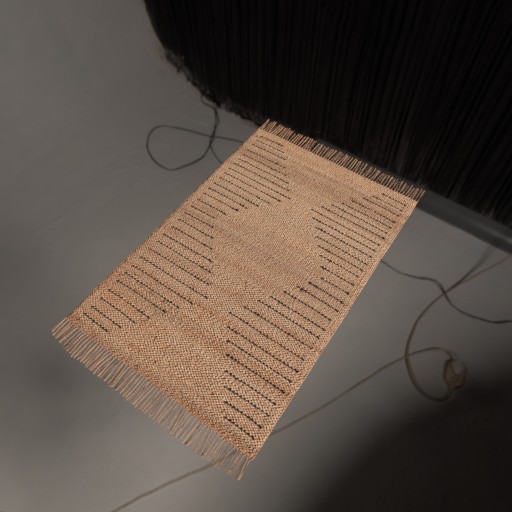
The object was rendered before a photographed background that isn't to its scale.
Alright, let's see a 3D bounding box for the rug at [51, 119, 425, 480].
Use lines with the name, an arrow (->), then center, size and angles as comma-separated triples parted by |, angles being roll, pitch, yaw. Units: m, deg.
rug -> 0.000, 0.000, 2.584 | 1.224, 0.027, 2.085 | 30, 62, 18
